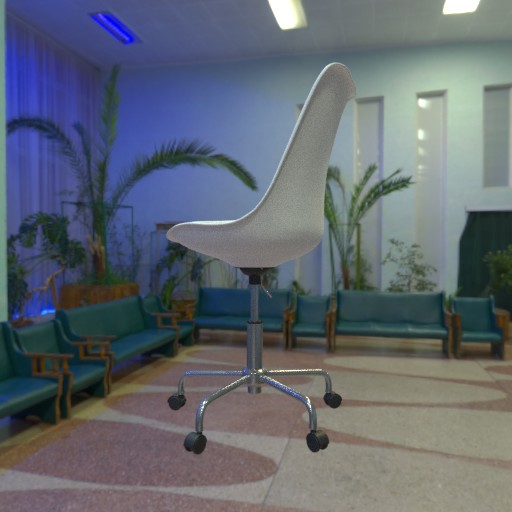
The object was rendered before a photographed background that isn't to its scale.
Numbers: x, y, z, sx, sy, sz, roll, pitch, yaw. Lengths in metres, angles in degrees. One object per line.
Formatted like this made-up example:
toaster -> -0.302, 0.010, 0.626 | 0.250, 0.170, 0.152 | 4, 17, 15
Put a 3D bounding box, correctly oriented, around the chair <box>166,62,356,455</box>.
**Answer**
chair -> 0.000, 0.000, 1.261 | 0.550, 0.930, 0.550 | 0, 1, 18
